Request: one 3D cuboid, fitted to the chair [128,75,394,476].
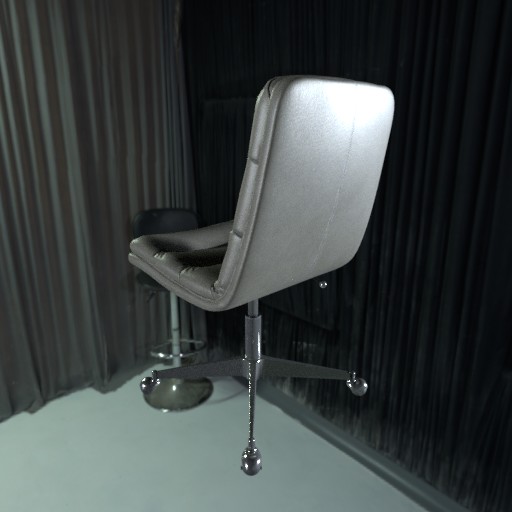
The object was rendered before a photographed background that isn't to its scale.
[{"bbox_3d":[0.000,0.000,1.018,0.485,0.738,0.422,16,23,43],"label":"chair"}]
